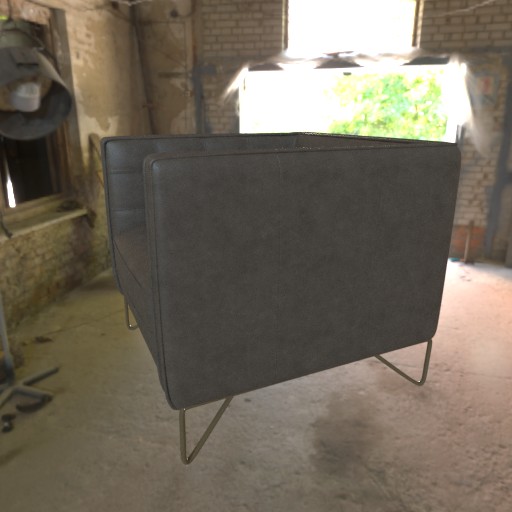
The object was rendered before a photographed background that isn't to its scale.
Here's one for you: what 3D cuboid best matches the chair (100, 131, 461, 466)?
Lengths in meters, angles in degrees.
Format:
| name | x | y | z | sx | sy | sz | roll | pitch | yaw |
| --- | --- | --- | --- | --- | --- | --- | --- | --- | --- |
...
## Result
| name | x | y | z | sx | sy | sz | roll | pitch | yaw |
| --- | --- | --- | --- | --- | --- | --- | --- | --- | --- |
| chair | 0.000 | 0.000 | 1.532 | 0.894 | 0.790 | 0.880 | -8 | 20 | -24 |
